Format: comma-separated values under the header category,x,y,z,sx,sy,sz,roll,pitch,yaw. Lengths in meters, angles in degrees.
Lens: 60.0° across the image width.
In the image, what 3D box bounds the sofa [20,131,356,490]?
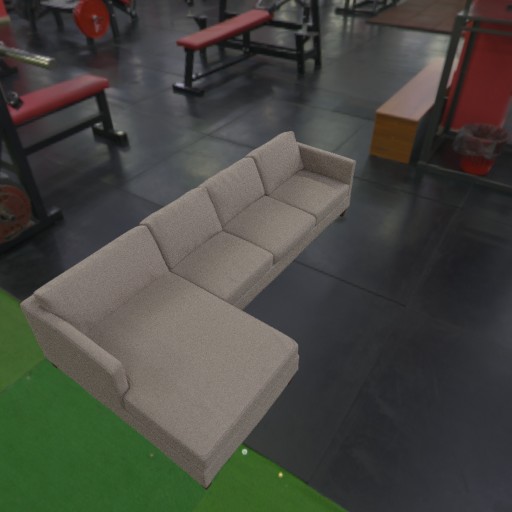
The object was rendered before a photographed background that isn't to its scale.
category,x,y,z,sx,sy,sz,roll,pitch,yaw
sofa,0.000,0.000,3.735,1.625,0.846,3.186,25,46,27
